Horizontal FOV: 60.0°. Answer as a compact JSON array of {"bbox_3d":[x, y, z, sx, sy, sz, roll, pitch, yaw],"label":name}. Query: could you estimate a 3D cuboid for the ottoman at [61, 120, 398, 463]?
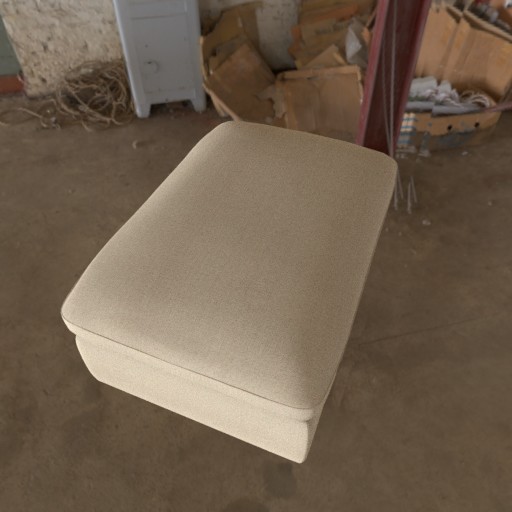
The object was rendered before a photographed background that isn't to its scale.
[{"bbox_3d":[0.000,0.000,1.385,0.686,0.453,0.984,16,49,15],"label":"ottoman"}]
